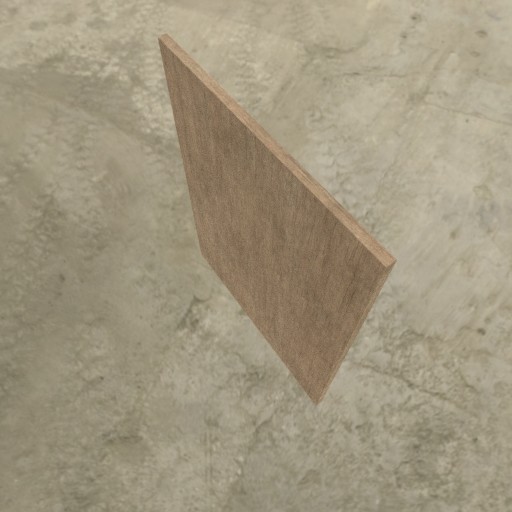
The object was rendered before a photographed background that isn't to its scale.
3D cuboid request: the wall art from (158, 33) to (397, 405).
[{"bbox_3d":[0.000,0.000,0.910,0.018,0.686,0.534,-31,64,-17],"label":"wall art"}]
